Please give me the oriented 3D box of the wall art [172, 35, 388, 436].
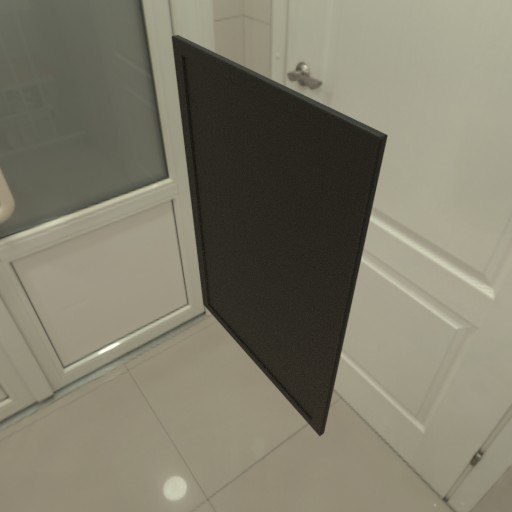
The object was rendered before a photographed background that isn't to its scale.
[{"bbox_3d":[0.000,0.000,0.823,0.012,0.661,0.451,-27,48,-27],"label":"wall art"}]
